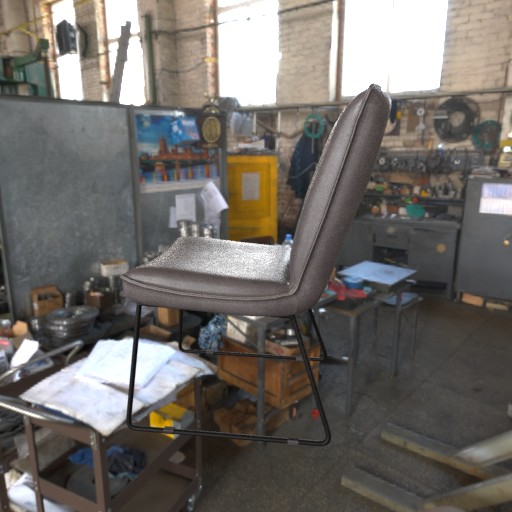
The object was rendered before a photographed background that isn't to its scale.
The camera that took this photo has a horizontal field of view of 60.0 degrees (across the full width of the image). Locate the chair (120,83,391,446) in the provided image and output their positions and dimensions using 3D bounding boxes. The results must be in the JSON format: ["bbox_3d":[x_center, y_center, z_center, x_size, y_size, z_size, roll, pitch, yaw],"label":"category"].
[{"bbox_3d":[0.000,0.000,1.358,0.688,0.932,0.515,2,14,7],"label":"chair"}]
